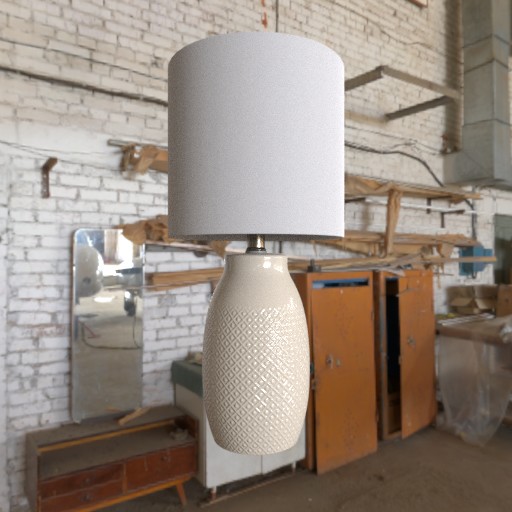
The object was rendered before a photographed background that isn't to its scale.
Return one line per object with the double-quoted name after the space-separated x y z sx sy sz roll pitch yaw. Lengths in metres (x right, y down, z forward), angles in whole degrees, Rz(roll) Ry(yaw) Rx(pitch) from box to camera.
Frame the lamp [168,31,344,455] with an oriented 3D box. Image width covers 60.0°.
0.000 0.000 0.554 0.217 0.453 0.217 0 0 0 "lamp"
